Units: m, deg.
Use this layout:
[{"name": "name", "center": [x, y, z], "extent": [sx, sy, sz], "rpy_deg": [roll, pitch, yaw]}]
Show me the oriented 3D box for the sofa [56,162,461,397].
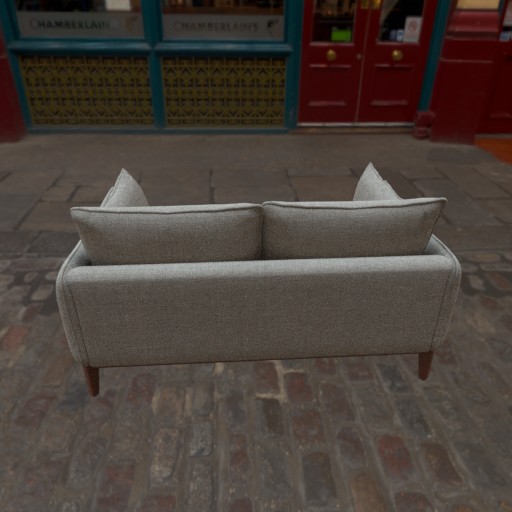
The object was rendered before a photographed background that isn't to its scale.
[{"name": "sofa", "center": [0.000, 0.000, 2.130], "extent": [1.580, 0.851, 0.972], "rpy_deg": [-2, 29, -3]}]
